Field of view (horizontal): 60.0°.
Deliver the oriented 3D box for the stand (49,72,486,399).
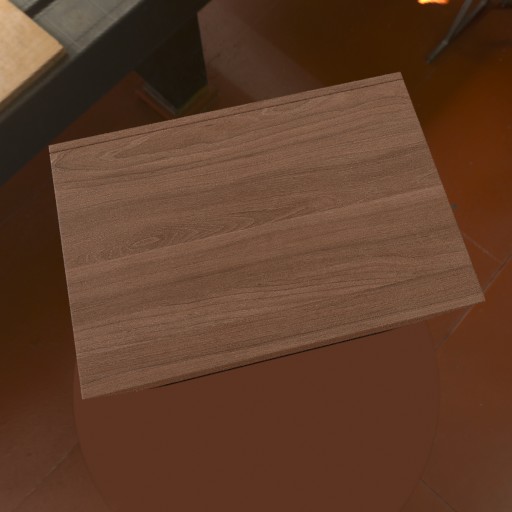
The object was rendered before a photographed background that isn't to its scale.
[{"bbox_3d":[0.000,0.000,0.932,0.600,0.500,0.420,-13,76,-3],"label":"stand"}]
